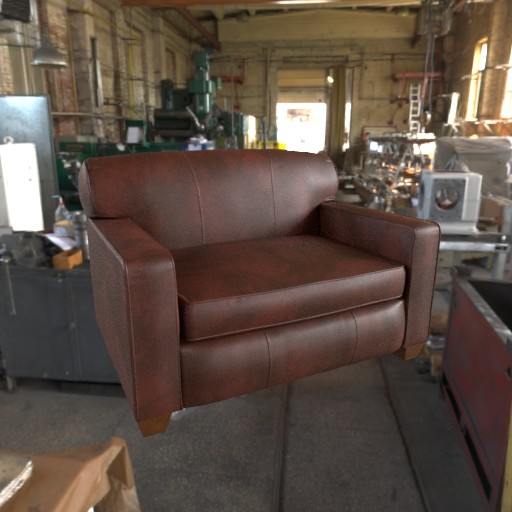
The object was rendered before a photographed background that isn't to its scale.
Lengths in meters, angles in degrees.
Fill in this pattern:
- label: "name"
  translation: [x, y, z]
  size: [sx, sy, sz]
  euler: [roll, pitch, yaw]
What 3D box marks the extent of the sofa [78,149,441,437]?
- label: "sofa"
  translation: [0.000, 0.000, 2.079]
  size: [1.413, 0.956, 1.000]
  euler: [-7, 17, -26]
